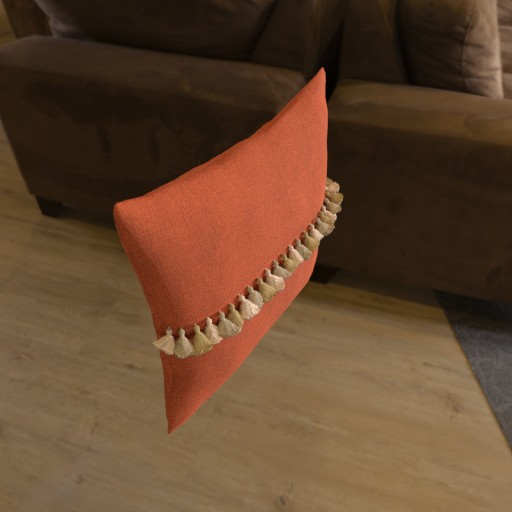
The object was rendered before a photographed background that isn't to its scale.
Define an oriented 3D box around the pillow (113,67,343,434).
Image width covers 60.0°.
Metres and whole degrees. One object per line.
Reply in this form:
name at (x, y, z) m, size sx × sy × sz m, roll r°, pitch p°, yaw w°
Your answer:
pillow at (0.000, 0.000, 0.746) m, size 0.165 × 0.482 × 0.490 m, roll 24°, pitch 48°, yaw 24°
